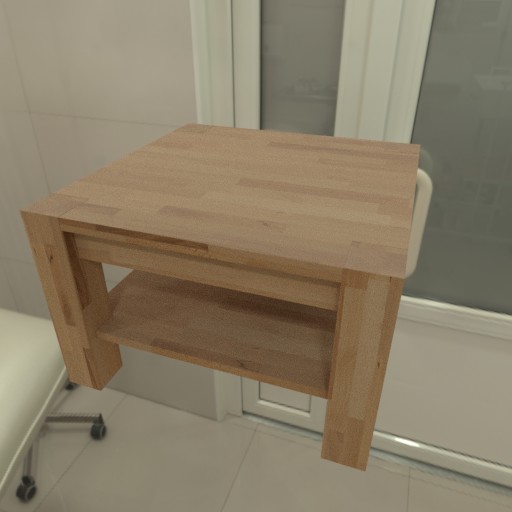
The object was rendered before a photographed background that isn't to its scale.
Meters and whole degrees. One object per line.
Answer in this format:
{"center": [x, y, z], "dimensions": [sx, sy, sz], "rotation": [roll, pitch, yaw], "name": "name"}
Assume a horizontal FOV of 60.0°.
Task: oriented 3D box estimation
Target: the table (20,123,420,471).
{"center": [0.000, 0.000, 1.134], "dimensions": [0.700, 0.451, 0.700], "rotation": [10, 32, 17], "name": "table"}
